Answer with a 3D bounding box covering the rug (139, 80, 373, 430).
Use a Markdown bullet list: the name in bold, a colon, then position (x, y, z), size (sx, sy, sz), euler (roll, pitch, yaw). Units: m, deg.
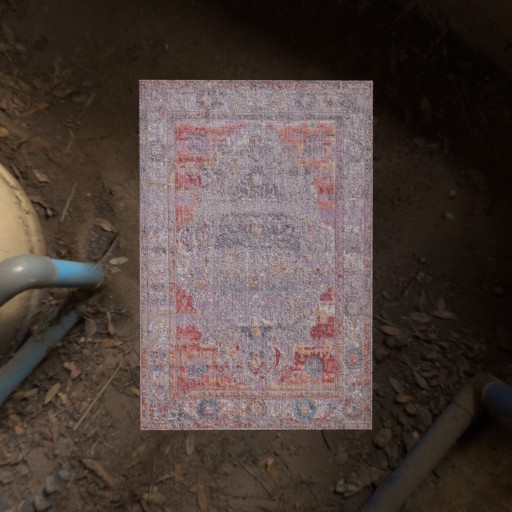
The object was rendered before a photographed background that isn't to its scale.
- **rug**: position (0.000, 0.000, 2.318), size (1.219, 0.005, 1.829), euler (0, 91, -1)
